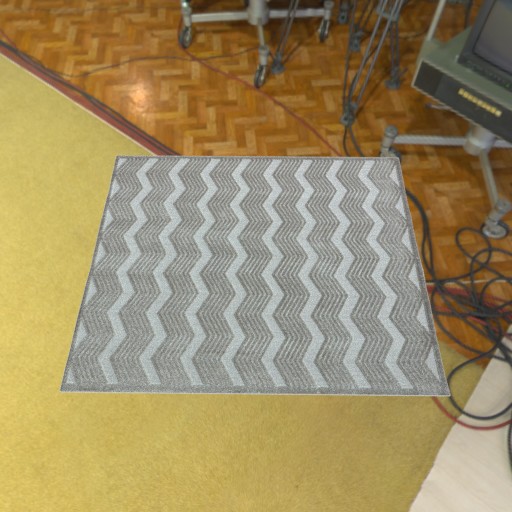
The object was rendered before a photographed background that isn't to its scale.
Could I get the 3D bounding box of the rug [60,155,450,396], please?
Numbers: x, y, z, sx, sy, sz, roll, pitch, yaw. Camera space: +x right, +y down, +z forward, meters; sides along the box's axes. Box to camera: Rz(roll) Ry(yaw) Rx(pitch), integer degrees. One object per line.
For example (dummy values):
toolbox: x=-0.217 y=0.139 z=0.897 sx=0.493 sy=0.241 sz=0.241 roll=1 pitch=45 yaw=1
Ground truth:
rug: x=0.000 y=0.000 z=3.888 sx=2.880 sy=0.005 sz=2.391 roll=0 pitch=58 yaw=0
